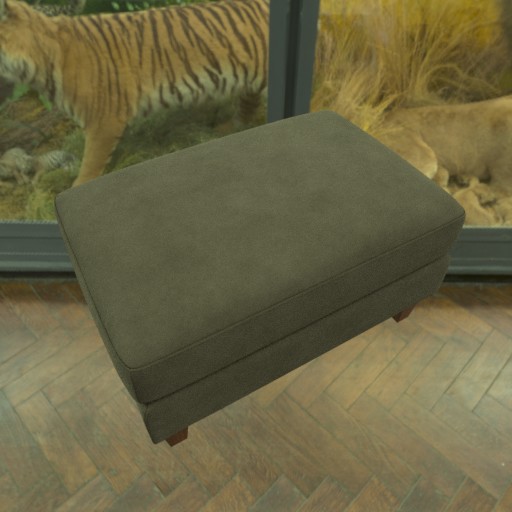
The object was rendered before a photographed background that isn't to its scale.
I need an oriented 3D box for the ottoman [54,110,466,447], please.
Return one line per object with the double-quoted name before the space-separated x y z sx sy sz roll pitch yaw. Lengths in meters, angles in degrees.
"ottoman" 0.000 0.000 1.185 0.864 0.483 0.584 -23 51 -20
